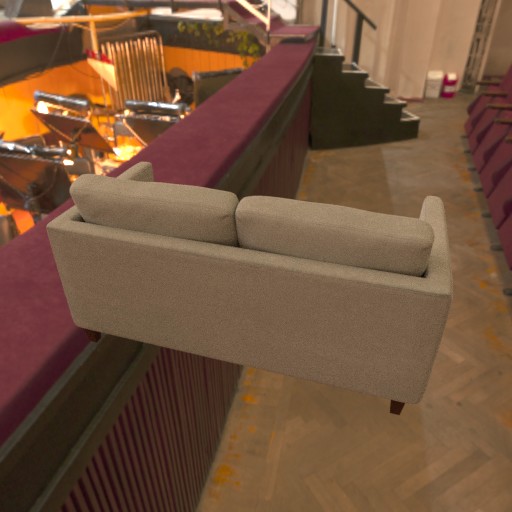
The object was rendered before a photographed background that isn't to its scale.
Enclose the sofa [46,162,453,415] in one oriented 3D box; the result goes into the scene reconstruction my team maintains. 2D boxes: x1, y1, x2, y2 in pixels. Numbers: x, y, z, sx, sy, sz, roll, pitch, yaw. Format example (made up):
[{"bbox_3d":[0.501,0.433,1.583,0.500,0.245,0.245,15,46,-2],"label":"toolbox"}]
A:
[{"bbox_3d":[0.000,0.000,2.427,1.884,0.963,0.950,9,34,14],"label":"sofa"}]
